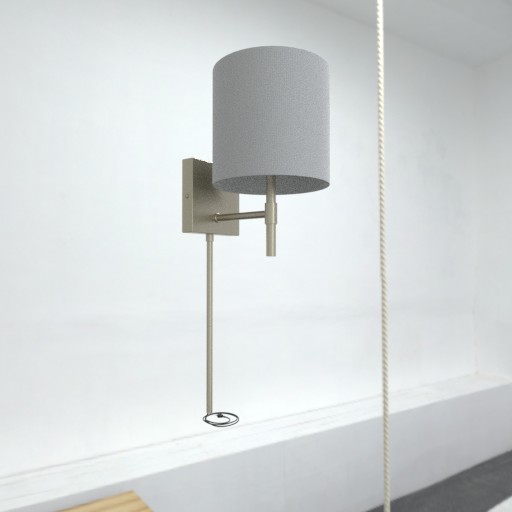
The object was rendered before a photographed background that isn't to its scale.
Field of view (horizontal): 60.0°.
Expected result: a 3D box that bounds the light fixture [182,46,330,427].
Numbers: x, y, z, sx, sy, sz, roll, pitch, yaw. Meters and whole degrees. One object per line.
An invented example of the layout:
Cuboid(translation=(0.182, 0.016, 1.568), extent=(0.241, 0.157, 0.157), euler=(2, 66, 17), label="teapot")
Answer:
Cuboid(translation=(0.000, 0.000, 0.732), extent=(0.248, 0.589, 0.188), euler=(-1, -1, 37), label="light fixture")
